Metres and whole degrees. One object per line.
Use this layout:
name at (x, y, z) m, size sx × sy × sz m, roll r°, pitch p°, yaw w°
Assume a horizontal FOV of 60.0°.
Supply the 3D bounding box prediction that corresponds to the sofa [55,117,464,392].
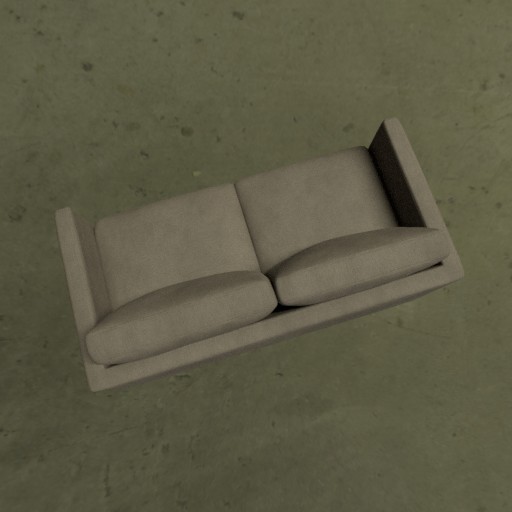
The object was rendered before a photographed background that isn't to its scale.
sofa at (0.000, 0.000, 2.448) m, size 1.884 × 0.963 × 0.950 m, roll -16°, pitch 76°, yaw -4°
